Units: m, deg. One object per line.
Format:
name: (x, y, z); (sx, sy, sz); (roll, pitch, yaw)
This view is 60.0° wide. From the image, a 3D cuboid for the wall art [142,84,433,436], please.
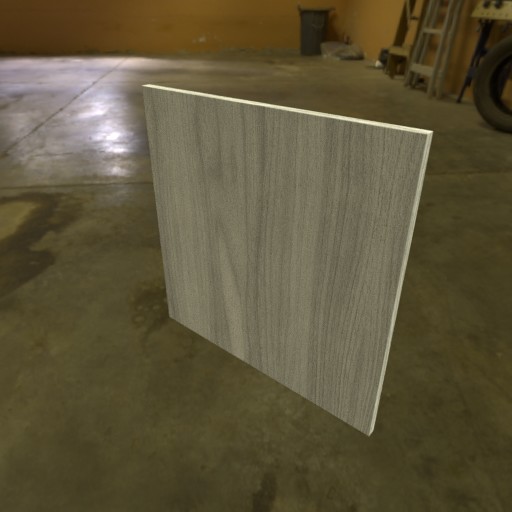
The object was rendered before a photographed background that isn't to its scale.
wall art: (0.000, 0.000, 0.764); (0.508, 0.507, 0.016); (23, 37, 34)
